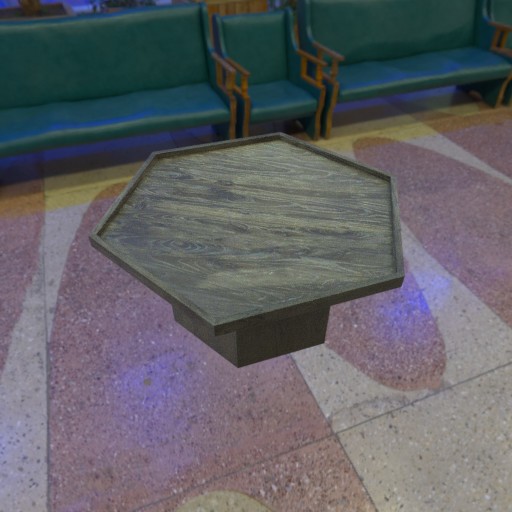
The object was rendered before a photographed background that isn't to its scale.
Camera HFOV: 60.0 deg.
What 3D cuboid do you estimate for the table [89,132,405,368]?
[{"bbox_3d":[0.000,0.000,1.689,1.115,0.488,0.966,-13,43,-14],"label":"table"}]
